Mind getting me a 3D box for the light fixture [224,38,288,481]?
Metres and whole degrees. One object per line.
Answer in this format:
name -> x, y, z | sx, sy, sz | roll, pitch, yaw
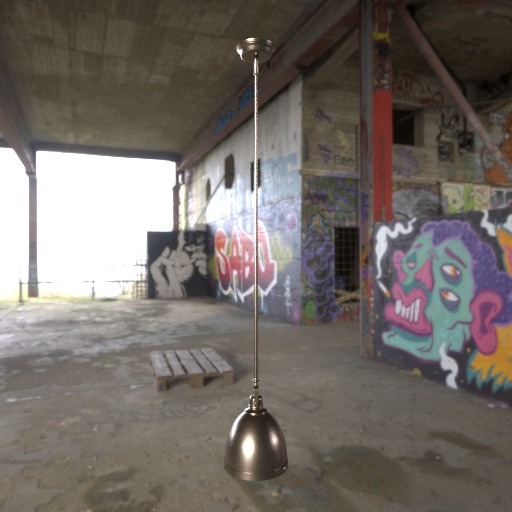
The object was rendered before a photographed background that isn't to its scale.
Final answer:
light fixture -> 0.000, 0.000, 1.457 | 0.211, 1.367, 0.217 | 0, 0, -1
